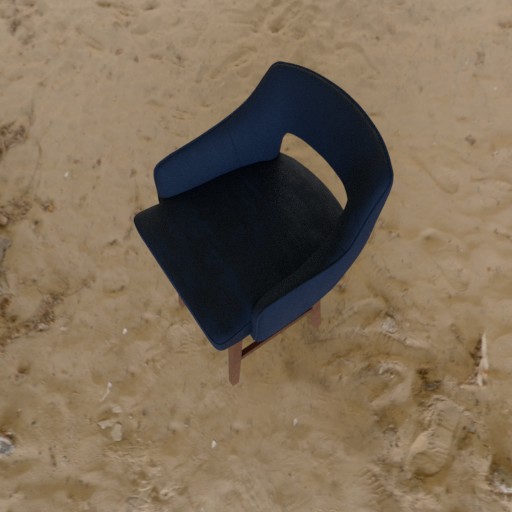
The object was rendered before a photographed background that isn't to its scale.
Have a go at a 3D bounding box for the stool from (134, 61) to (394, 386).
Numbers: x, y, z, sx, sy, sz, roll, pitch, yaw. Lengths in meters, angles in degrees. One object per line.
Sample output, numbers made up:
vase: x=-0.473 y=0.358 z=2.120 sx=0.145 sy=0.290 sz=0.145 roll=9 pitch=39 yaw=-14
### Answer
stool: x=0.000 y=0.000 z=1.418 sx=0.560 sy=1.041 sz=0.550 roll=-32 pitch=68 yaw=-14
